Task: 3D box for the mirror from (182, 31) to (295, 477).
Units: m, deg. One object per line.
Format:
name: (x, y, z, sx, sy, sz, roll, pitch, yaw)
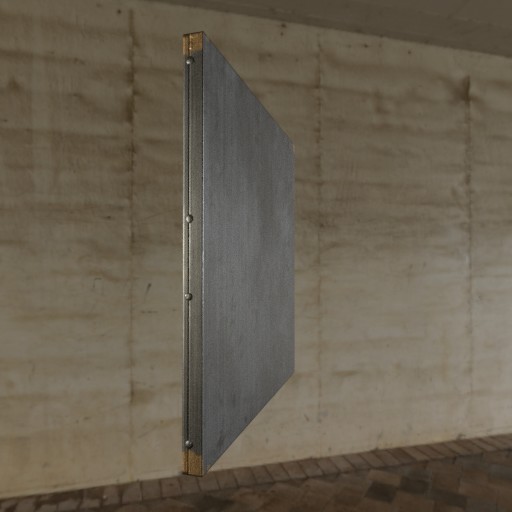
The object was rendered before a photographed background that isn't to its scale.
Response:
mirror: (0.000, 0.000, 0.563, 0.020, 0.381, 0.382, 0, -1, 17)
